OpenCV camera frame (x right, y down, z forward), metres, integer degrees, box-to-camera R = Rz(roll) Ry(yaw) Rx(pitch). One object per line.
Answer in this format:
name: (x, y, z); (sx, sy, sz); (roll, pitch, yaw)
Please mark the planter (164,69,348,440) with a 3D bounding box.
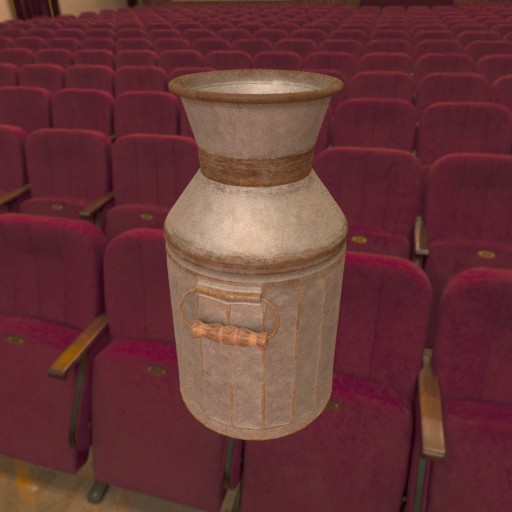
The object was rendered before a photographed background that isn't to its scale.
planter: (0.000, 0.000, 0.532); (0.214, 0.396, 0.245); (8, 30, 13)
